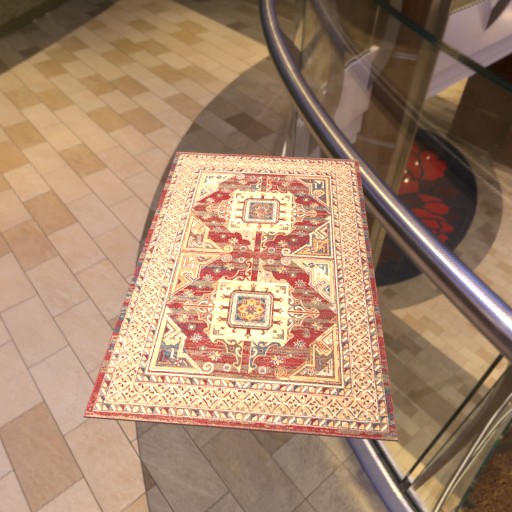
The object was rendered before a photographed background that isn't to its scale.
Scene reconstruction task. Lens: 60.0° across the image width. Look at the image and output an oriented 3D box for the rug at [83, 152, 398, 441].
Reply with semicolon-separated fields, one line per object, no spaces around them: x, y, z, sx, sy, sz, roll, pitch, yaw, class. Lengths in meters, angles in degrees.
0.000;0.000;5.820;3.033;0.033;4.578;3;47;3;rug
